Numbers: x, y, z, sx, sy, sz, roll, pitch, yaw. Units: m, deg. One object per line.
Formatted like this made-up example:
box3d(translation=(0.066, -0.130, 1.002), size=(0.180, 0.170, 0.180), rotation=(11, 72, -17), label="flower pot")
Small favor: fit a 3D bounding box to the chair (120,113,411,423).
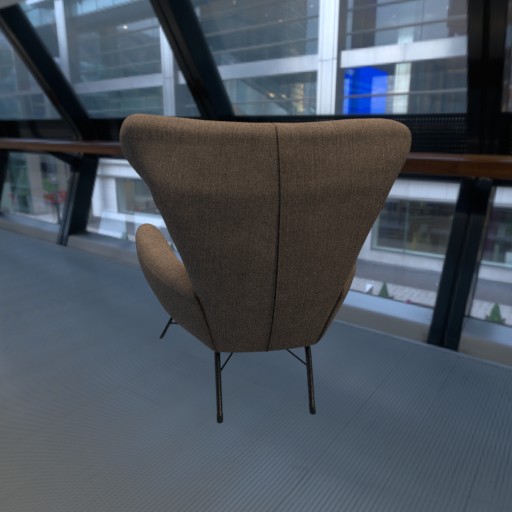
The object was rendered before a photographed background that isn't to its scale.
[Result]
box3d(translation=(0.000, 0.000, 1.753), size=(0.980, 1.040, 0.900), rotation=(-3, 15, -10), label="chair")
